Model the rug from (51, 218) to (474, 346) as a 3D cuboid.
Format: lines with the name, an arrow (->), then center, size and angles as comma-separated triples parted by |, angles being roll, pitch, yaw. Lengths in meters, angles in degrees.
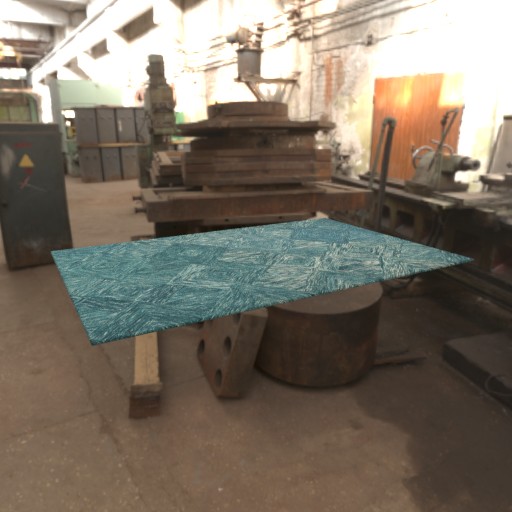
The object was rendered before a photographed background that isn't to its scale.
rug -> 0.000, 0.000, 2.843 | 2.277, 0.015, 1.490 | -9, 19, -28
